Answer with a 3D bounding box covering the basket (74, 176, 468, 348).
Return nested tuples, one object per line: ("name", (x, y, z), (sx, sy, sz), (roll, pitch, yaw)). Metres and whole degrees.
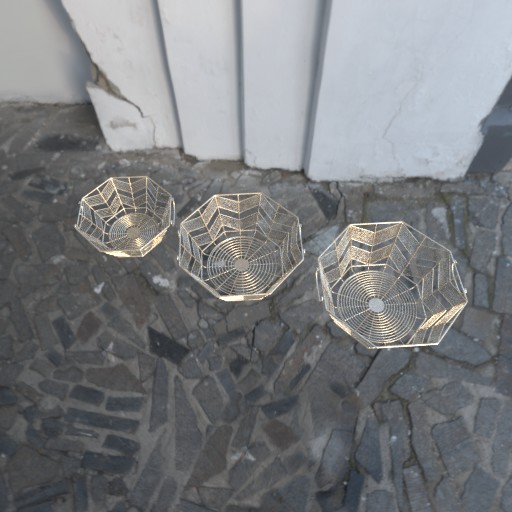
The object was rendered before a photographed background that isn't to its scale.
("basket", (0.000, 0.000, 1.414), (1.246, 0.178, 0.432), (16, 60, 10))
